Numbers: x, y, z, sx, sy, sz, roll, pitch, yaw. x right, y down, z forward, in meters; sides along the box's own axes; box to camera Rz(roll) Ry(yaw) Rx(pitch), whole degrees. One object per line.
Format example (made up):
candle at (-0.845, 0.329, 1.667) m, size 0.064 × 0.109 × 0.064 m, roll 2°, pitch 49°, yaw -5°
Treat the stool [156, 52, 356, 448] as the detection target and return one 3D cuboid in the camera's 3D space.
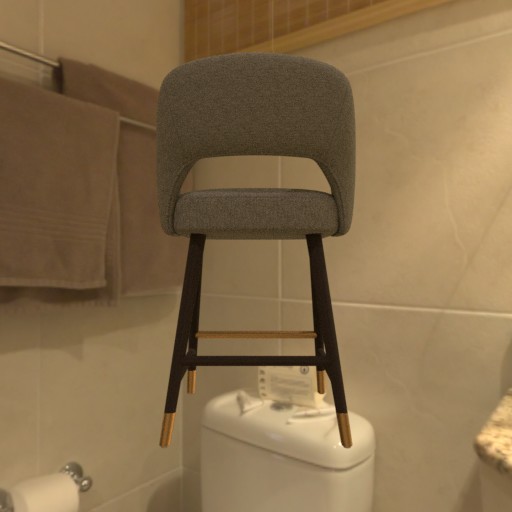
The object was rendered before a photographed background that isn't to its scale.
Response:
stool at (0.000, 0.000, 1.249) m, size 0.536 × 0.925 × 0.524 m, roll 0°, pitch 0°, yaw 0°
